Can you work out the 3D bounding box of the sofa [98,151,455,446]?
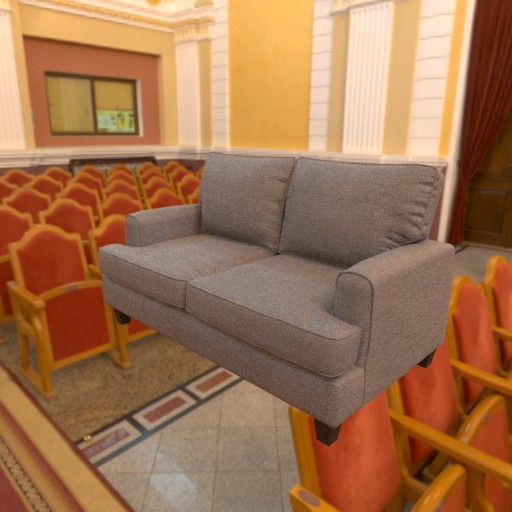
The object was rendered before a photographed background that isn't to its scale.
[{"bbox_3d":[0.000,0.000,2.253,1.651,0.965,0.965,15,22,42],"label":"sofa"}]
